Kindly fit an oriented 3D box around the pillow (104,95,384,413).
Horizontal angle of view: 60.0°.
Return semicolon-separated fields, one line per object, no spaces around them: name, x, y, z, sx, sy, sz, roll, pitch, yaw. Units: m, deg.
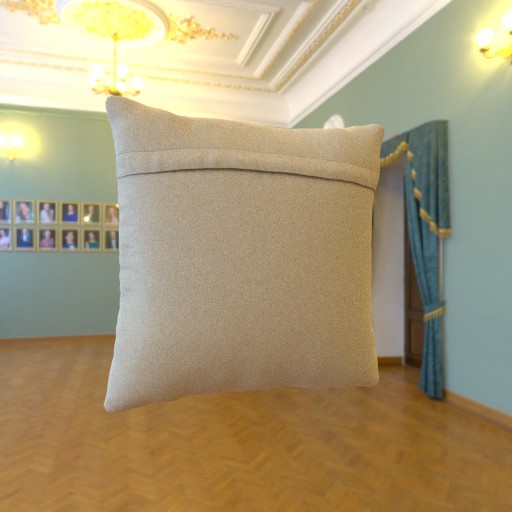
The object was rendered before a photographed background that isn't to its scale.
pillow;0.000;0.000;0.709;0.459;0.458;0.181;0;-1;-18
